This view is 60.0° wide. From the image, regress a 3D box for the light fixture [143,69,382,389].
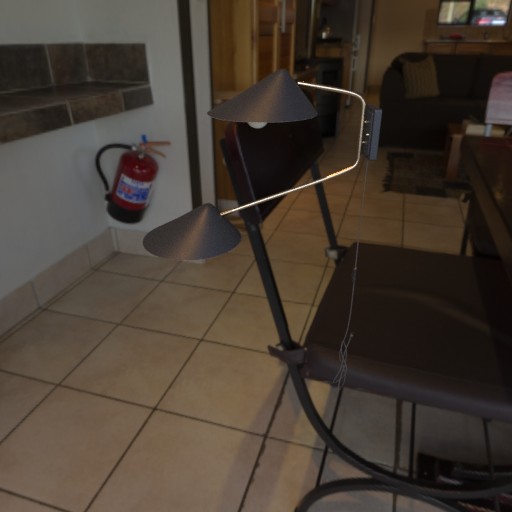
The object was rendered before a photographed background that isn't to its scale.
[{"bbox_3d":[0.000,0.000,0.854,0.422,0.665,0.189,-1,26,-1],"label":"light fixture"}]
